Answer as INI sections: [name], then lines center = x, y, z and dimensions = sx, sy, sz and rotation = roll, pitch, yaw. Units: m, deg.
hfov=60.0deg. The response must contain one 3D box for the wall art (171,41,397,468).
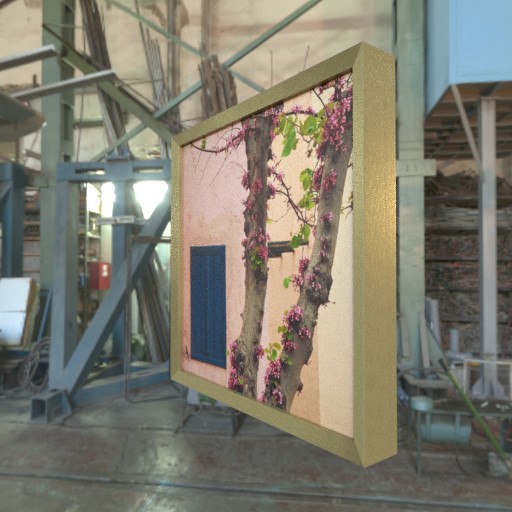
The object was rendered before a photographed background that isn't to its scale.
[wall art]
center = 0.000, 0.000, 0.449
dimensions = 0.038, 0.305, 0.304
rotation = 1, -1, -37
